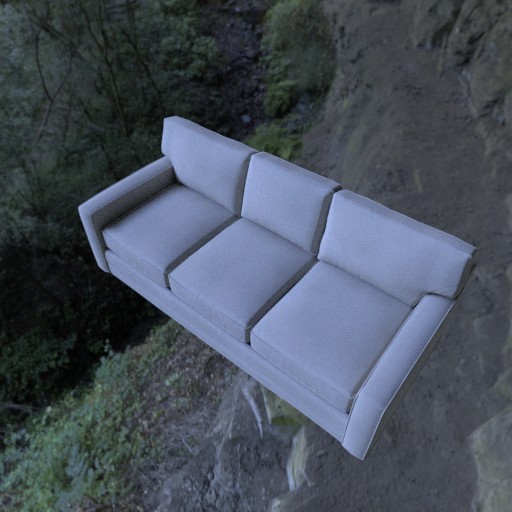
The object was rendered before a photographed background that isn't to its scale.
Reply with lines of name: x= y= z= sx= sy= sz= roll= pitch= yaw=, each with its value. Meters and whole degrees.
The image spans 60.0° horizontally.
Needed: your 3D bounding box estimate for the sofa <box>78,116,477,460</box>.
sofa: x=0.000 y=0.000 z=2.575 sx=2.088 sy=0.862 sz=0.935 roll=30 pitch=52 yaw=27
